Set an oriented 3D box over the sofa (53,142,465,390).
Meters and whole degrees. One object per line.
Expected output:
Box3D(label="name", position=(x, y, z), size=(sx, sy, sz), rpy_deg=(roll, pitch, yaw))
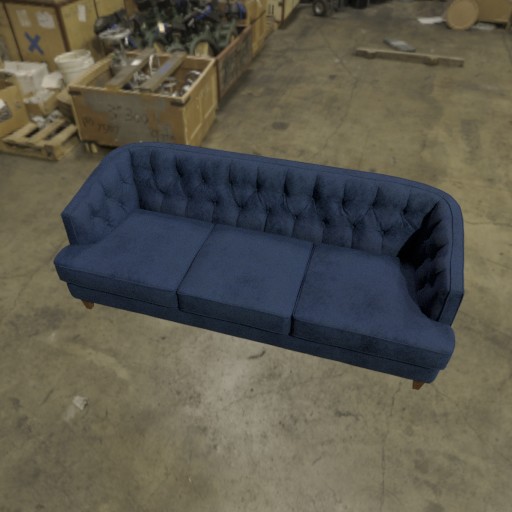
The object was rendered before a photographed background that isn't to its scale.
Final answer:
Box3D(label="sofa", position=(0.000, 0.000, 2.712), size=(2.278, 0.855, 0.941), rpy_deg=(11, 43, 12))
